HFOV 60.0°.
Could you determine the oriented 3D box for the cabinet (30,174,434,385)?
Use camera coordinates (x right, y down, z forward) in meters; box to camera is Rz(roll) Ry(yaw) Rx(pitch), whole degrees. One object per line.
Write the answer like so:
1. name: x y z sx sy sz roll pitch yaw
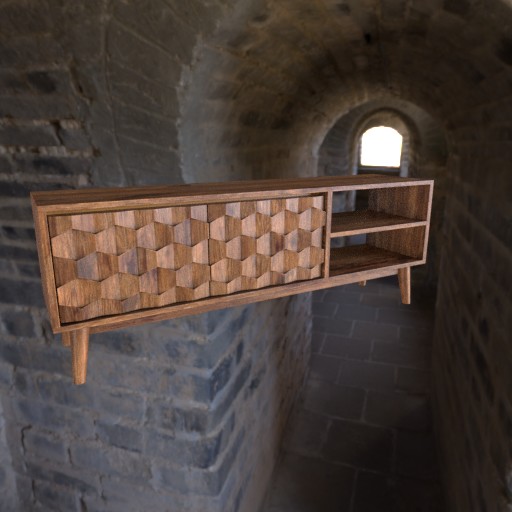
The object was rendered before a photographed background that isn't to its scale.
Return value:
1. cabinet: 0.000 0.000 1.668 1.448 0.528 0.349 -8 17 -28
